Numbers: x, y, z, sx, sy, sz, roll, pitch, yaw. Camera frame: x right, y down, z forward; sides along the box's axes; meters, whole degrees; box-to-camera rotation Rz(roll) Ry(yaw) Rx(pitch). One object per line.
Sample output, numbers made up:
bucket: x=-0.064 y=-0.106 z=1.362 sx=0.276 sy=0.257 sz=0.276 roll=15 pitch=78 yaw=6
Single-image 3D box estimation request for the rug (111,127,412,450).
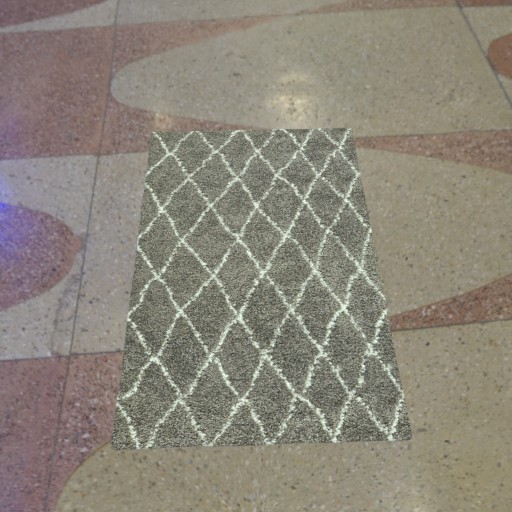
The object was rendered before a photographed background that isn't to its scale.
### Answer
rug: x=0.000 y=0.000 z=2.243 sx=1.219 sy=0.030 sz=1.778 roll=-1 pitch=59 yaw=-1
